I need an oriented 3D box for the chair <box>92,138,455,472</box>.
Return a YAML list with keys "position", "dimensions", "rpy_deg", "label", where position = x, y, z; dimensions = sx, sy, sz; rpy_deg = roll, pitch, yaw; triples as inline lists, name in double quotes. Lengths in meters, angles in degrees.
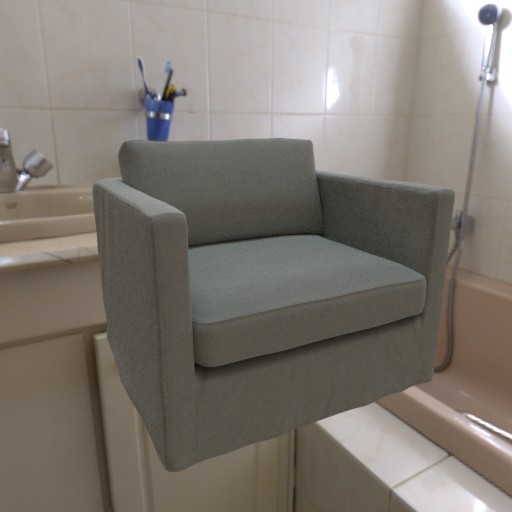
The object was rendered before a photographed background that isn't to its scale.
- position: [0.000, 0.000, 1.696]
  dimensions: [1.057, 0.863, 0.949]
  rpy_deg: [-8, 18, -27]
  label: "chair"
